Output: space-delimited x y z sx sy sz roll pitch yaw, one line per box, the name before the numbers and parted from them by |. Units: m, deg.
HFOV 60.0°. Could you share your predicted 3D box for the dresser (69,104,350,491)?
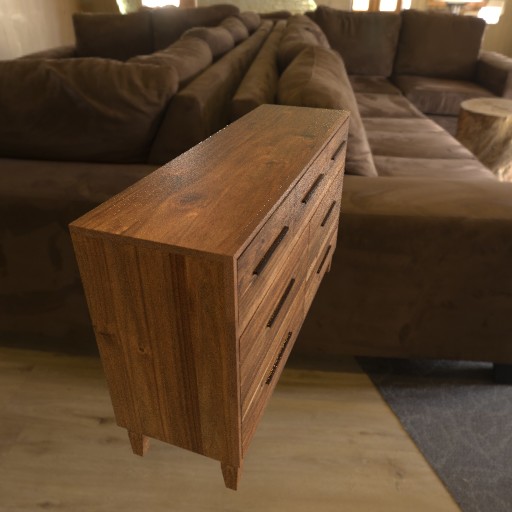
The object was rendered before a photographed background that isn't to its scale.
dresser | 0.000 0.000 1.784 0.446 0.873 1.400 11 33 17
